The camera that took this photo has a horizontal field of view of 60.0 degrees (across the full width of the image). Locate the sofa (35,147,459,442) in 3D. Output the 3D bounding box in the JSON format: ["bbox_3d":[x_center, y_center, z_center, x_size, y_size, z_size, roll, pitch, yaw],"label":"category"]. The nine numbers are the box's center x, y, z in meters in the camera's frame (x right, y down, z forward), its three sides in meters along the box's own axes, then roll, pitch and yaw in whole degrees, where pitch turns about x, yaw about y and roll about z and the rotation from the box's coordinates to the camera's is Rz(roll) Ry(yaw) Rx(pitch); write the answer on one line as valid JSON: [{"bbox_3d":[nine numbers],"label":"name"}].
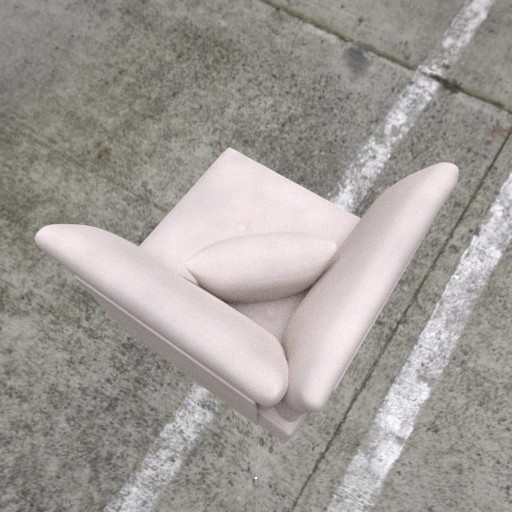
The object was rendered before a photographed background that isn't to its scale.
[{"bbox_3d":[0.000,0.000,1.749,1.000,0.820,1.000,31,67,15],"label":"sofa"}]
